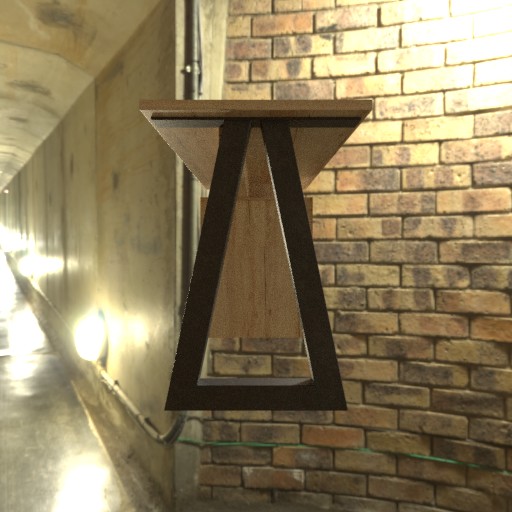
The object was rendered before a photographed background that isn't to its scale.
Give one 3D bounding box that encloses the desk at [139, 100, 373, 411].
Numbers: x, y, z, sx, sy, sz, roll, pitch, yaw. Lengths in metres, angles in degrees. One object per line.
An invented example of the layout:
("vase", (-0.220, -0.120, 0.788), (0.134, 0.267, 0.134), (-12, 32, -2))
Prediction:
("desk", (0.000, 0.000, 1.752), (0.550, 0.760, 1.400), (0, 1, 0))
